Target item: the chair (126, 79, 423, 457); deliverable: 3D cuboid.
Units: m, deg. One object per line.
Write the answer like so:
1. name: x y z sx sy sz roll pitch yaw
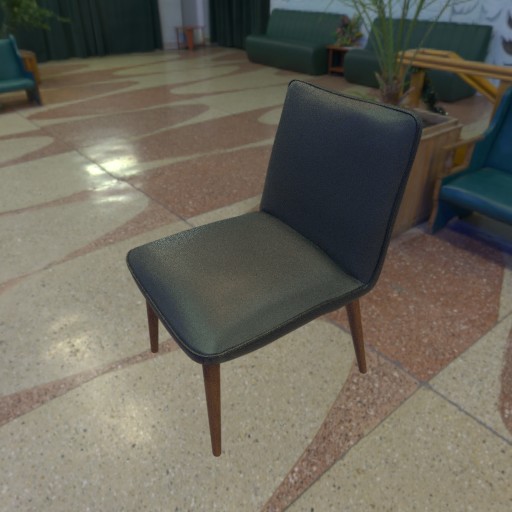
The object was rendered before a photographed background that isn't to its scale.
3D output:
1. chair: 0.000 0.000 1.220 0.645 0.801 0.543 -22 39 -30
